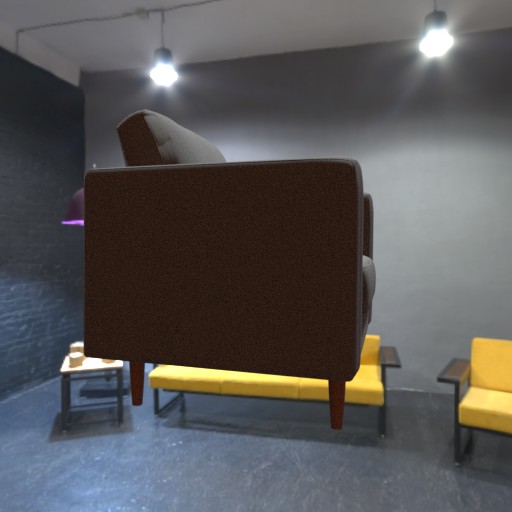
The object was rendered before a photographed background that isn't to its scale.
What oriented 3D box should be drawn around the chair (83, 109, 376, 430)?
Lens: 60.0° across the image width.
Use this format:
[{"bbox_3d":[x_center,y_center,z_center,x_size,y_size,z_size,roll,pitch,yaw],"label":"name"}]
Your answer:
[{"bbox_3d":[0.000,0.000,1.546,0.800,0.927,0.854,0,1,17],"label":"chair"}]
